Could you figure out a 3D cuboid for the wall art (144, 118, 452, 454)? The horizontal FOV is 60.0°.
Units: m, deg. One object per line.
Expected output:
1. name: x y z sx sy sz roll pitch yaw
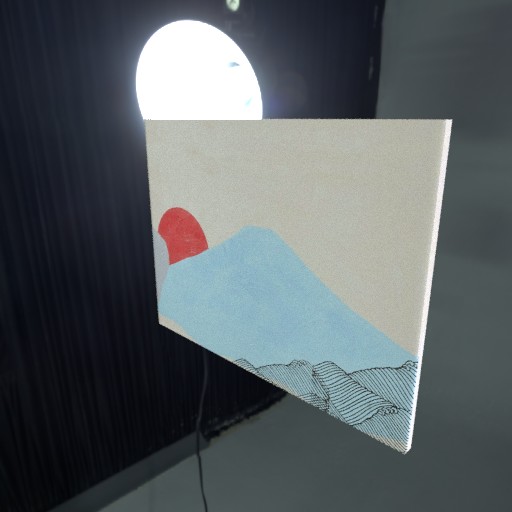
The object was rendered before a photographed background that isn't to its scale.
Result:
1. wall art: 0.000 0.000 1.544 1.219 0.912 0.042 16 23 41
